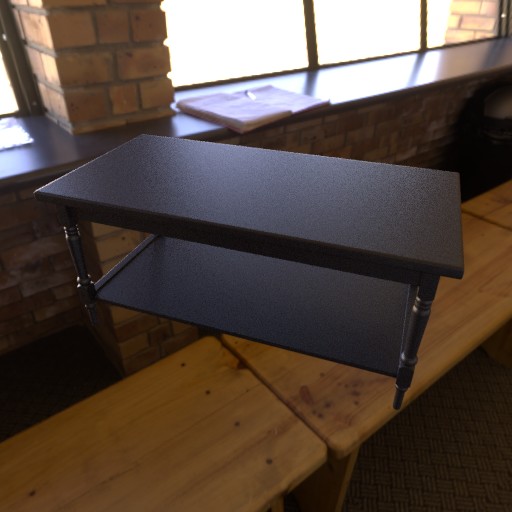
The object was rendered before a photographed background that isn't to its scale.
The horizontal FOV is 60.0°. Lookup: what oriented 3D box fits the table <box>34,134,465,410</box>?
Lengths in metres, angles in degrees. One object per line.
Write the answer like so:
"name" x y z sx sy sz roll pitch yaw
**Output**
"table" 0.000 0.000 1.416 1.107 0.510 0.550 11 34 17
